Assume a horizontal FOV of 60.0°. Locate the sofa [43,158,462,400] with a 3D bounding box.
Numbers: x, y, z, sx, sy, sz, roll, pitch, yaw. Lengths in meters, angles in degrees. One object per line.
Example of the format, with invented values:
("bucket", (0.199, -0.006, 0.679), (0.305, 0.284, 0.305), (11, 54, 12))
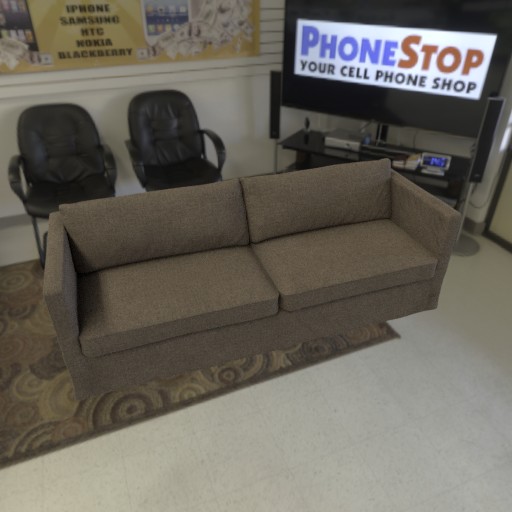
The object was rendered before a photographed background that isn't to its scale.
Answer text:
("sofa", (0.000, 0.000, 3.290), (2.779, 0.998, 1.036), (-11, 35, -16))
